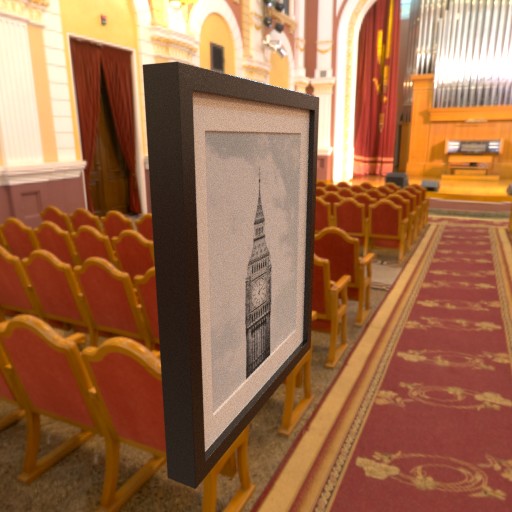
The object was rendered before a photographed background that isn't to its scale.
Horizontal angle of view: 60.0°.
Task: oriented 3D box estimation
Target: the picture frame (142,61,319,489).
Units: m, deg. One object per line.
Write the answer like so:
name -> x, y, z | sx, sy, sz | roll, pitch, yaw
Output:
picture frame -> 0.000, 0.000, 0.524 | 0.034, 0.378, 0.328 | 7, 16, 25
